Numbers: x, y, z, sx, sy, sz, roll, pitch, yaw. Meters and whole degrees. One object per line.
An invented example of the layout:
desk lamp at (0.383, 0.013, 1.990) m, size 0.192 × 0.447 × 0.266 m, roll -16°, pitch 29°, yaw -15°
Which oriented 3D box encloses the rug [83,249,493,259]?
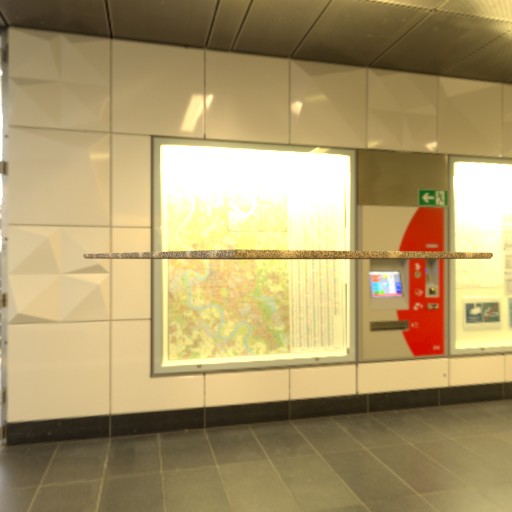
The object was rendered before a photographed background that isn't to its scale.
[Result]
rug at (0.000, 0.000, 2.077) m, size 1.200 × 0.025 × 1.600 m, roll 0°, pitch 0°, yaw -34°
